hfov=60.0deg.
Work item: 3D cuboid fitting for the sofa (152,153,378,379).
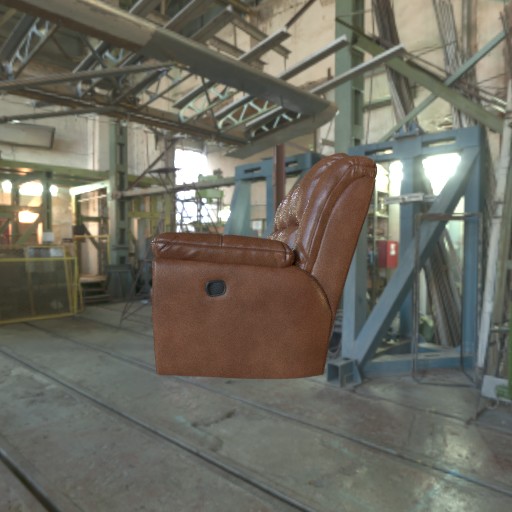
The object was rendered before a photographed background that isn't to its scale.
[{"bbox_3d":[0.000,0.000,2.947,0.991,1.043,2.337,0,2,-1],"label":"sofa"}]
